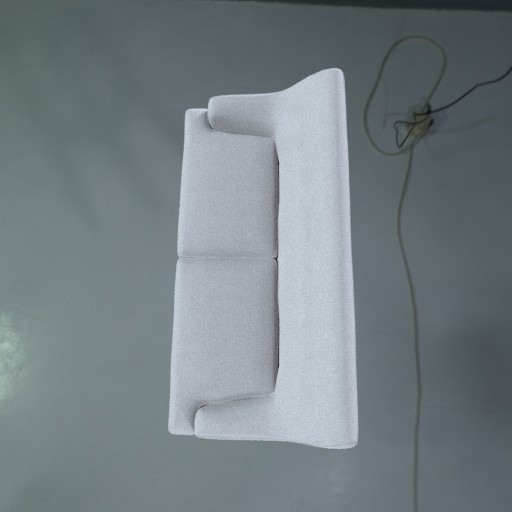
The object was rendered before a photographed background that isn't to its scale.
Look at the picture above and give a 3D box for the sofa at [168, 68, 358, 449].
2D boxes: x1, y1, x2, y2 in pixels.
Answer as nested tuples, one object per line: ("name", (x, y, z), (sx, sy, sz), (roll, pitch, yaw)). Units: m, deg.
("sofa", (0.000, 0.000, 2.648), (0.978, 0.871, 2.057), (1, 77, 0))
